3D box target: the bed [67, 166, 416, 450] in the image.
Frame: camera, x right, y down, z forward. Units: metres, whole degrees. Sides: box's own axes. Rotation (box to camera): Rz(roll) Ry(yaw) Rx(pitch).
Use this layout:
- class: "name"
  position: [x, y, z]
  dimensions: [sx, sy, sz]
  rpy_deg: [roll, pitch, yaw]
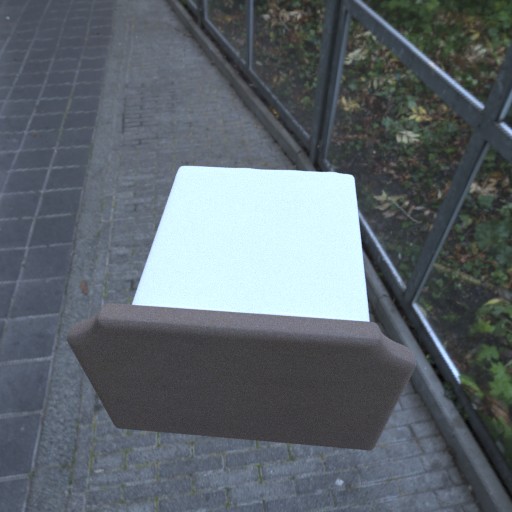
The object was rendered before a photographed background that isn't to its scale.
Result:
- class: "bed"
  position: [0.000, 0.000, 3.131]
  dimensions: [1.693, 1.290, 2.116]
  rpy_deg: [4, 47, 3]
